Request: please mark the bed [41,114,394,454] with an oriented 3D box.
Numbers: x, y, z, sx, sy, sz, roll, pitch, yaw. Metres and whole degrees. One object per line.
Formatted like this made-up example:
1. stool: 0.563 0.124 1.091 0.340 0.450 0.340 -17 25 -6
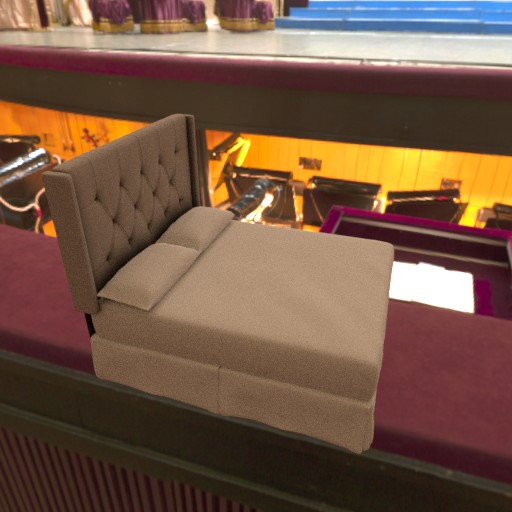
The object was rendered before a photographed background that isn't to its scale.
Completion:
1. bed: 0.000 0.000 3.356 2.066 1.665 1.719 9 31 16
